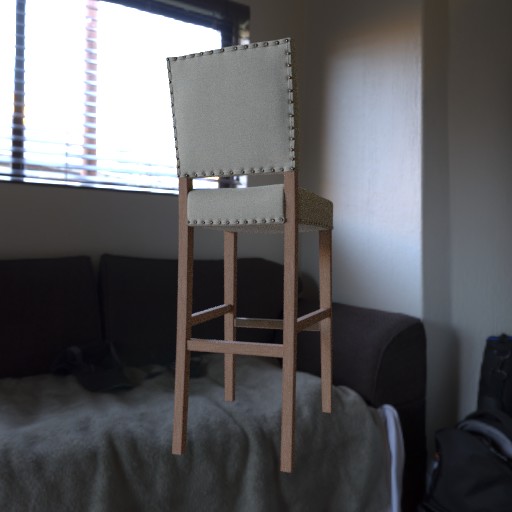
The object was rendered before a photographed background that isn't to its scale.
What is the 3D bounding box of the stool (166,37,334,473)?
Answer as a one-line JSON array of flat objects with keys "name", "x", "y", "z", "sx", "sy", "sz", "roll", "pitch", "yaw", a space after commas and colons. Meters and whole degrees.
[{"name": "stool", "x": 0.000, "y": 0.000, "z": 1.447, "sx": 0.428, "sy": 1.143, "sz": 0.546, "roll": 0, "pitch": 0, "yaw": 18}]
